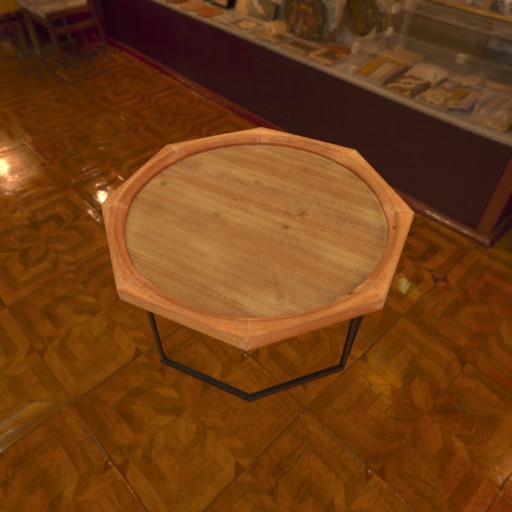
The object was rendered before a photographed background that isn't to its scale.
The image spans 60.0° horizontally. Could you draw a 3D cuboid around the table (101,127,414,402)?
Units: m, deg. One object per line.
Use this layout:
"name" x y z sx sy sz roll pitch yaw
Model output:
"table" 0.000 0.000 1.572 1.002 0.444 1.002 0 46 0
